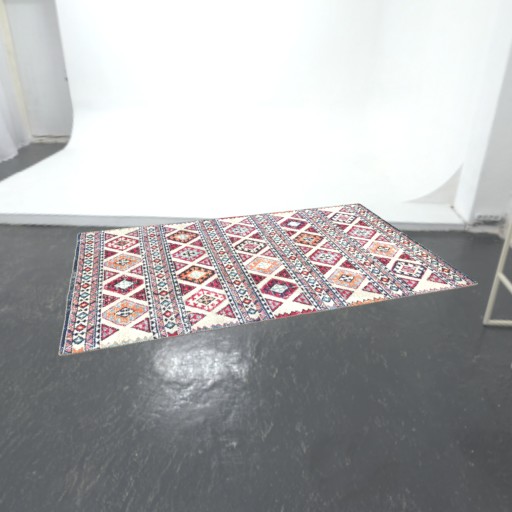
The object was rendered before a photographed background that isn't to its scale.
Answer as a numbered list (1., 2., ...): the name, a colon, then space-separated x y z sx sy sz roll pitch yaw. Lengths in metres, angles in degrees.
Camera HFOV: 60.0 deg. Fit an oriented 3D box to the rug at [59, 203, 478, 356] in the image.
1. rug: 0.000 0.000 3.096 2.440 0.010 1.545 -8 27 -15
